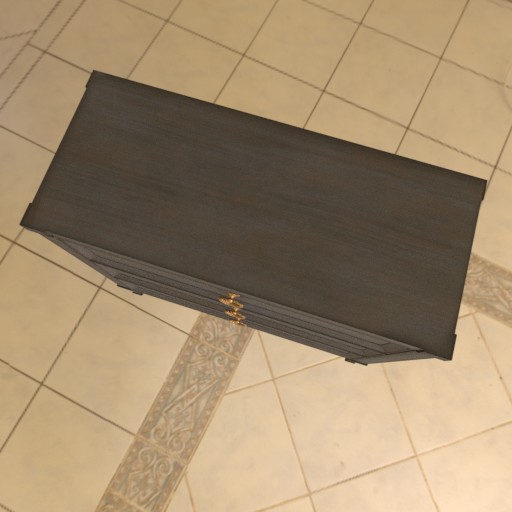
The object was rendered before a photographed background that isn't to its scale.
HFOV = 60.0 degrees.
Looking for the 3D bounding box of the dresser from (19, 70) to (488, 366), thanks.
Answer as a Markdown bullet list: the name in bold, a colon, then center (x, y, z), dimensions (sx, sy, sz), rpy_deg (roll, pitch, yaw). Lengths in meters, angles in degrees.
- **dresser**: center (0.000, 0.000, 1.550), dimensions (1.049, 0.986, 0.463), rpy_deg (17, 76, 4)
